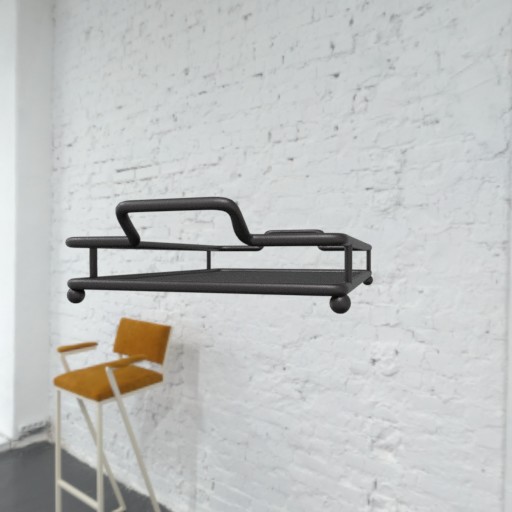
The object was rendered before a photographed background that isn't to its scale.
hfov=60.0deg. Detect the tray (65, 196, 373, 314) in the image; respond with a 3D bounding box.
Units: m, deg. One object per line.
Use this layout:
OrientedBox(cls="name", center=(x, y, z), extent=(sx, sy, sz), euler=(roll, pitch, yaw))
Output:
OrientedBox(cls="tray", center=(0.000, 0.000, 0.618), extent=(0.297, 0.101, 0.495), euler=(0, 0, 18))
